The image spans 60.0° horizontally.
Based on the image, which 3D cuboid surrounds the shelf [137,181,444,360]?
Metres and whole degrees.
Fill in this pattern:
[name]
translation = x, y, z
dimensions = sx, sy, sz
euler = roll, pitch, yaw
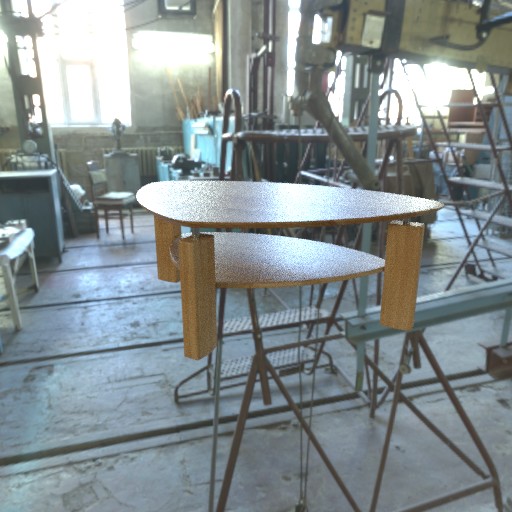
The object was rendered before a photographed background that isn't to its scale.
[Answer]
[shelf]
translation = 0.000, 0.000, 1.676
dimensions = 1.240, 0.439, 0.863
euler = 9, 19, 27
